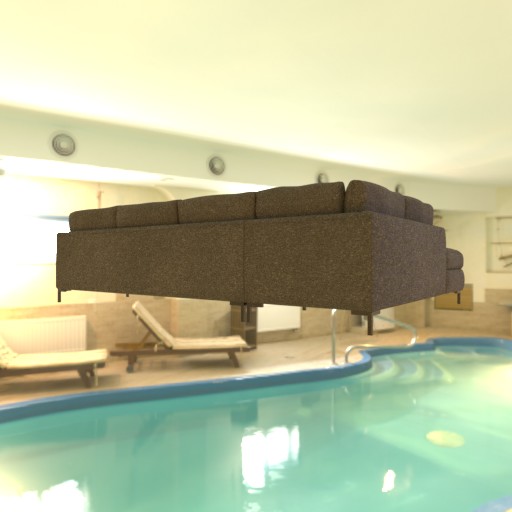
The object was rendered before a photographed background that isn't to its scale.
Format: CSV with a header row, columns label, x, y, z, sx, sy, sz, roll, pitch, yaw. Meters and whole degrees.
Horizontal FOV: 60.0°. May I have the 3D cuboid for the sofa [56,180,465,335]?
label,x,y,z,sx,sy,sz,roll,pitch,yaw
sofa,0.000,0.000,3.824,2.949,0.815,2.007,0,-1,36
